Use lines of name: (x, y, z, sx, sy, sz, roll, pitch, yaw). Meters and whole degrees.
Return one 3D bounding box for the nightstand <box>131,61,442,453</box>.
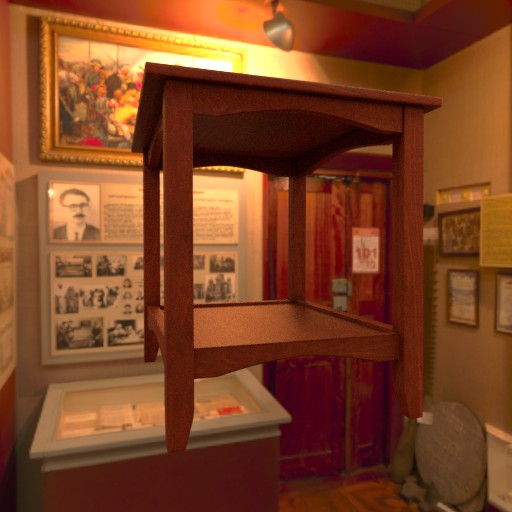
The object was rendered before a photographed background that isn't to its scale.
nightstand: (0.000, 0.000, 0.963, 0.501, 0.558, 0.558, 0, 1, -18)
